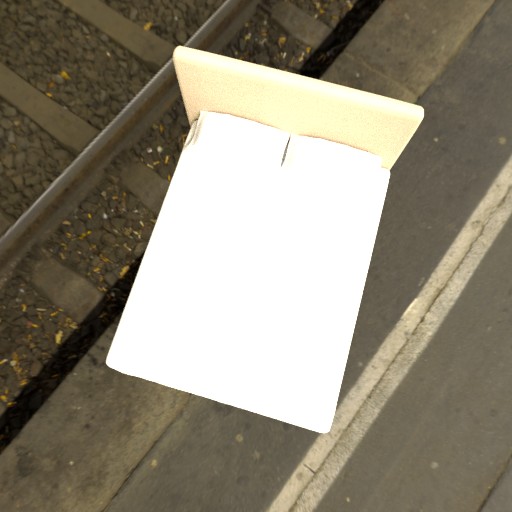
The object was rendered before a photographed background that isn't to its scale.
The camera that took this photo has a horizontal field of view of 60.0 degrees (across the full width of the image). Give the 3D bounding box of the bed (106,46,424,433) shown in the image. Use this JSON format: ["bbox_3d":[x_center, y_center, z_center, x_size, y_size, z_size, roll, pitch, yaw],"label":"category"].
[{"bbox_3d":[0.000,0.000,3.182,1.723,1.330,2.142,16,76,4],"label":"bed"}]
